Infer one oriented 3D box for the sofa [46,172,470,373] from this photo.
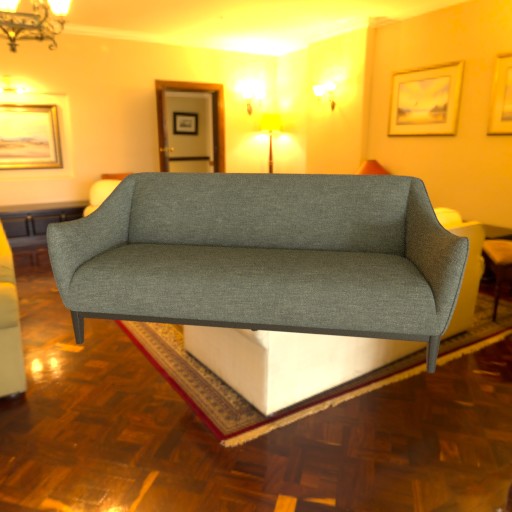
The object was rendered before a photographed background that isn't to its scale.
[{"bbox_3d":[0.000,0.000,2.395,1.928,0.829,0.867,2,15,9],"label":"sofa"}]
